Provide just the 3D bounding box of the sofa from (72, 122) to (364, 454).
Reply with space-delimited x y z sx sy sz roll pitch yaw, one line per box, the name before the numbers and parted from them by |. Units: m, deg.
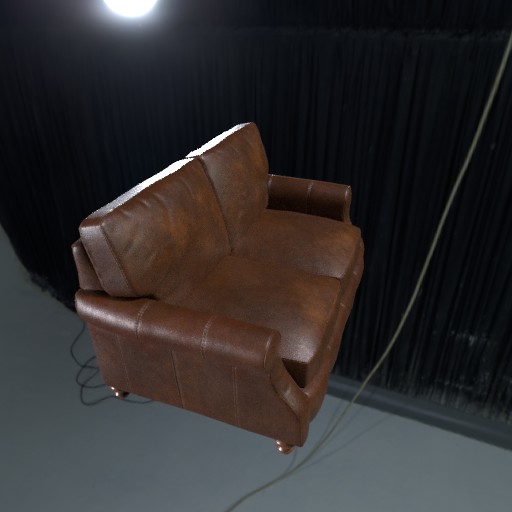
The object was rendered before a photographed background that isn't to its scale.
sofa | 0.000 0.000 2.247 0.990 0.976 1.616 11 32 18
